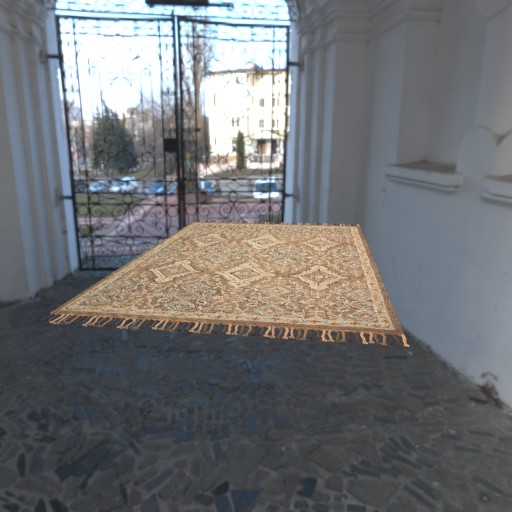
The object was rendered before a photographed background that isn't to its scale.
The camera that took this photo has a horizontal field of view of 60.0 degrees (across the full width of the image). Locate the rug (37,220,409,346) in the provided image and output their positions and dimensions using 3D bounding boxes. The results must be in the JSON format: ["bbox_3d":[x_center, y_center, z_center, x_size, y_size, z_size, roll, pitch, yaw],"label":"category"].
[{"bbox_3d":[0.000,0.000,2.922,1.516,0.010,2.434,2,15,8],"label":"rug"}]
